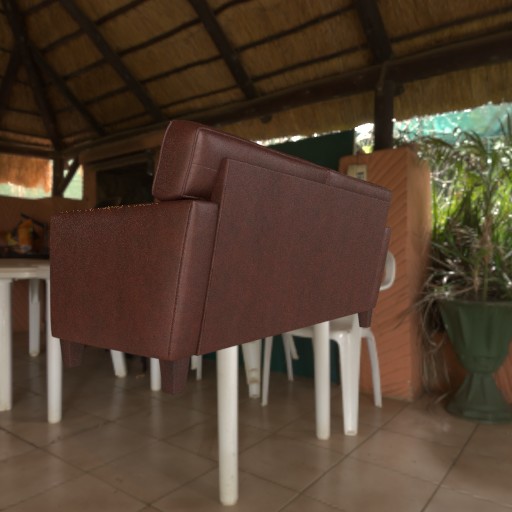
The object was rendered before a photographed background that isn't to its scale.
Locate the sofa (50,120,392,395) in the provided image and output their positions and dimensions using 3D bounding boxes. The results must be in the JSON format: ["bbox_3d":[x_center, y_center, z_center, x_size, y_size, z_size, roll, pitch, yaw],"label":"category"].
[{"bbox_3d":[0.000,0.000,2.359,0.912,0.928,1.876,0,0,36],"label":"sofa"}]
